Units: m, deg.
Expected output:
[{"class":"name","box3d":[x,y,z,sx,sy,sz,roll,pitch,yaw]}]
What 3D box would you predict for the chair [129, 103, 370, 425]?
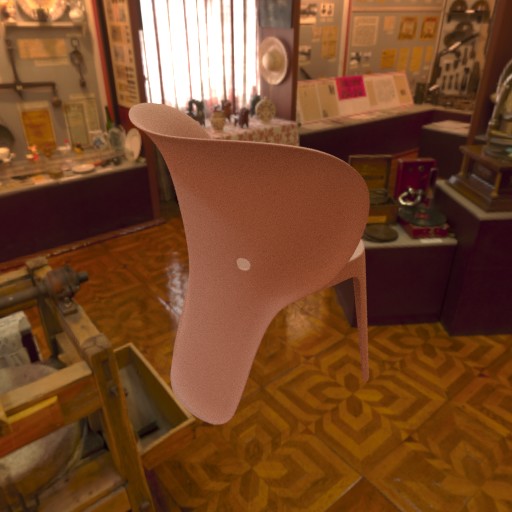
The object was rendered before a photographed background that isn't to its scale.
[{"class":"chair","box3d":[0.000,0.000,0.870,0.402,0.554,0.451,-20,34,-32]}]
